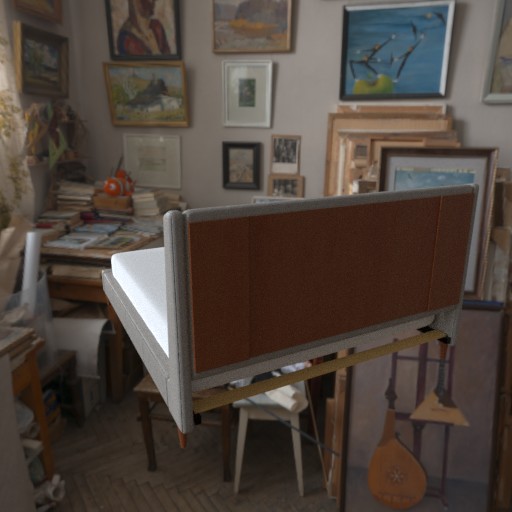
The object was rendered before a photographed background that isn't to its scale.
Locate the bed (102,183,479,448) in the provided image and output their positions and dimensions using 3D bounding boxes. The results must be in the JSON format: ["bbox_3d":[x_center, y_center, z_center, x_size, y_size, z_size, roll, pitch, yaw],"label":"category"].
[{"bbox_3d":[0.000,0.000,3.543,2.062,1.289,2.342,-9,19,-27],"label":"bed"}]
